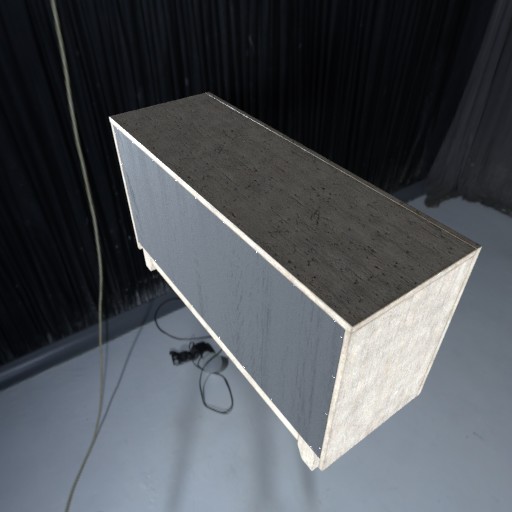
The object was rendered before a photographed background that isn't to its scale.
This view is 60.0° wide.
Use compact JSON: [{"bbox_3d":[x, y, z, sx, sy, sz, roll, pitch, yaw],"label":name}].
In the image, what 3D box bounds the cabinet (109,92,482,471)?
[{"bbox_3d":[0.000,0.000,1.838,0.511,0.825,1.460,-25,46,-27],"label":"cabinet"}]
